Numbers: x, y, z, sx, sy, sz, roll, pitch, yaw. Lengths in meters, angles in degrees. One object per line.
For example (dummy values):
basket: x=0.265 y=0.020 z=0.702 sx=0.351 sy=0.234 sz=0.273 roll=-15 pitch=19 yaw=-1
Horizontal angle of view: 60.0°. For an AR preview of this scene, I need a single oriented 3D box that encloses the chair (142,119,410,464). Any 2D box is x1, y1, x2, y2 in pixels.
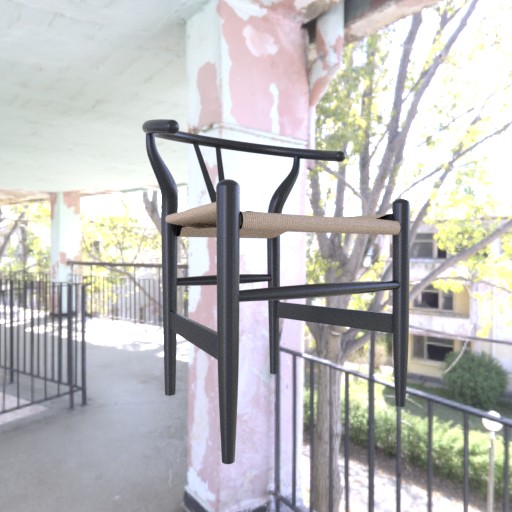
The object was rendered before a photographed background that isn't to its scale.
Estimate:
chair: x=0.000 y=0.000 z=1.162 sx=0.570 sy=0.739 sz=0.570 roll=0 pitch=1 yaw=-36
